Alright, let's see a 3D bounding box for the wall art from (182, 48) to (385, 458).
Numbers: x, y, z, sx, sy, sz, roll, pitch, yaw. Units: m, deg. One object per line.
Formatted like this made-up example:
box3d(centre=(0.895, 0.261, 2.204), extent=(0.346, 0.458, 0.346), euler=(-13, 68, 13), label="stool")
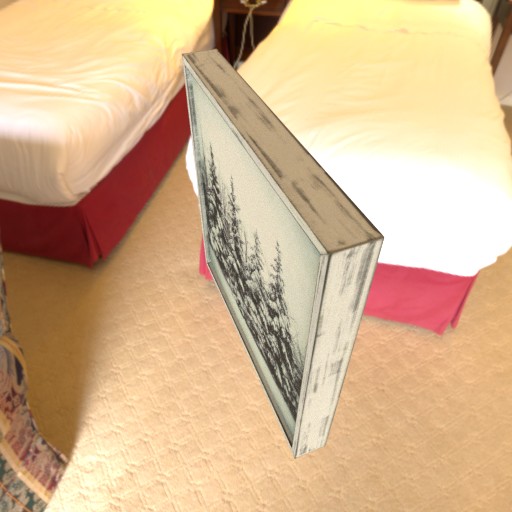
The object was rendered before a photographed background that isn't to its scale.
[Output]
box3d(centre=(0.000, 0.000, 0.457), extent=(0.036, 0.303, 0.303), euler=(-16, 48, -15), label="wall art")
